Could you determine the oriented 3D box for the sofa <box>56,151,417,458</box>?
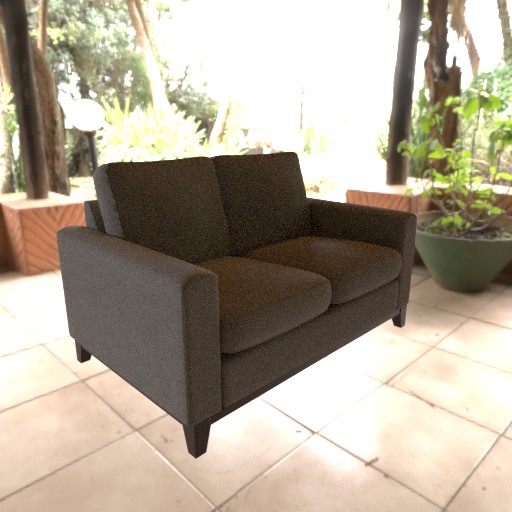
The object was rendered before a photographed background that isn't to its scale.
[{"bbox_3d":[0.000,0.000,2.029,1.420,0.873,0.917,-16,23,-43],"label":"sofa"}]
